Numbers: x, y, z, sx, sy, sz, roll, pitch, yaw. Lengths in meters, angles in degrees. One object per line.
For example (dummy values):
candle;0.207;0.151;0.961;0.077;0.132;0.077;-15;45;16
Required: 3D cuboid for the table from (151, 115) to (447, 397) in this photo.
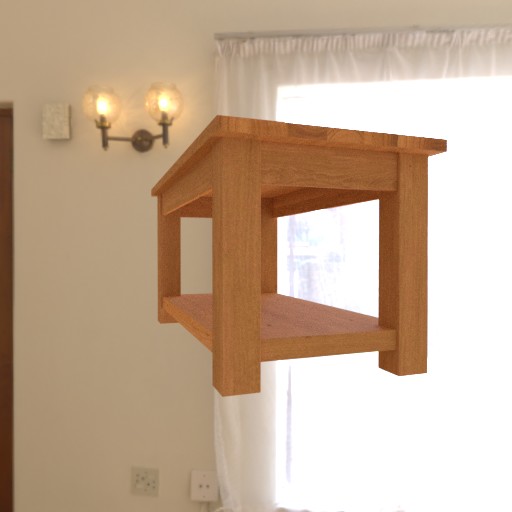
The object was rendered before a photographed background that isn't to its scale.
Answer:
table;0.000;0.000;1.190;0.450;0.452;0.899;0;1;-20
